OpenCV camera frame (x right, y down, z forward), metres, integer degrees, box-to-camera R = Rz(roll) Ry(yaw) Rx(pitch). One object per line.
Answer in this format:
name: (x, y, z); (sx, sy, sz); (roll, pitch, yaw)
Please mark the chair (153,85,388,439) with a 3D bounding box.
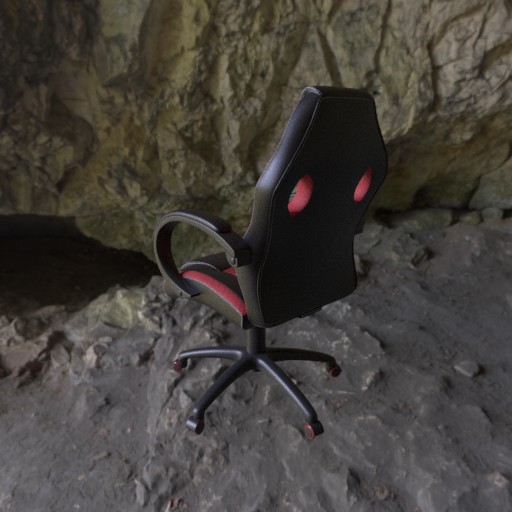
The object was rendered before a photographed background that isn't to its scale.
chair: (0.000, 0.000, 1.714); (0.750, 1.189, 0.783); (-15, 22, -41)
